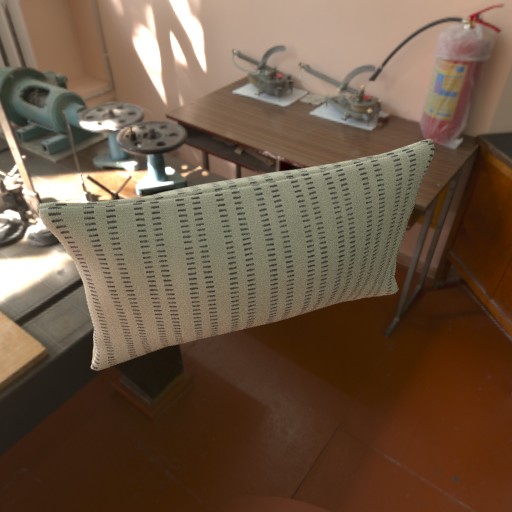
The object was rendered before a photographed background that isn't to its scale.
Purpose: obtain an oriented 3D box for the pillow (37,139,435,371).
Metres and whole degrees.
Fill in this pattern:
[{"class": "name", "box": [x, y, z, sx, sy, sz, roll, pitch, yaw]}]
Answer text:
[{"class": "pillow", "box": [0.000, 0.000, 0.786, 0.640, 0.353, 0.210, -12, 42, -14]}]
